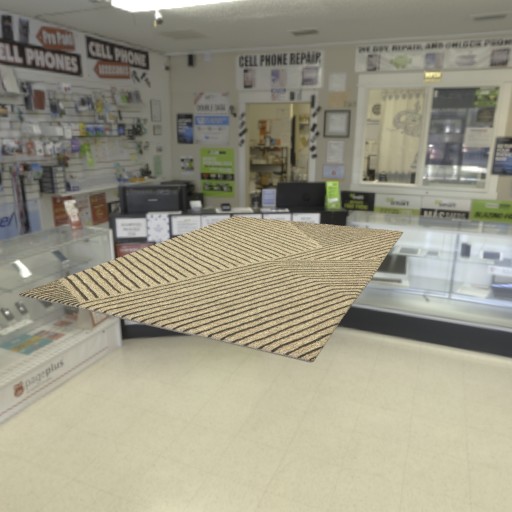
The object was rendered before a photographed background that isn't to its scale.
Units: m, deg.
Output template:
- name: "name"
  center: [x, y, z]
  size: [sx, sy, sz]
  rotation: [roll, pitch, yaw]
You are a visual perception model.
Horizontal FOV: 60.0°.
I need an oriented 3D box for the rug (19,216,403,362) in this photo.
- name: "rug"
  center: [0.000, 0.000, 2.313]
  size: [1.237, 0.019, 1.842]
  rotation: [7, 18, 24]
